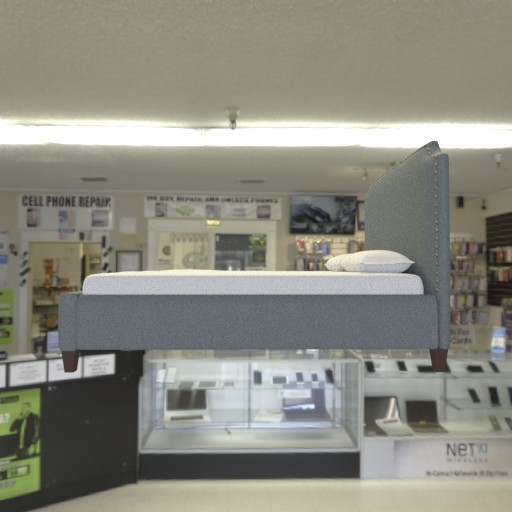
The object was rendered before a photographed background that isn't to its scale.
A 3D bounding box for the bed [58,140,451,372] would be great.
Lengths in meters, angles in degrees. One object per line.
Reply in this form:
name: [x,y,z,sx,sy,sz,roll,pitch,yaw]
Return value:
bed: [0.000,0.000,3.488,2.372,1.443,1.712,0,-2,0]
